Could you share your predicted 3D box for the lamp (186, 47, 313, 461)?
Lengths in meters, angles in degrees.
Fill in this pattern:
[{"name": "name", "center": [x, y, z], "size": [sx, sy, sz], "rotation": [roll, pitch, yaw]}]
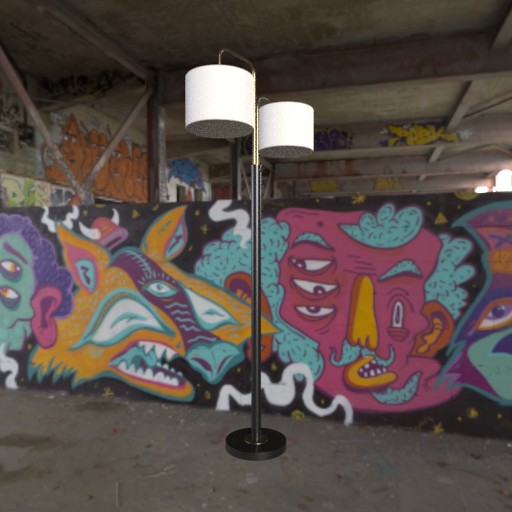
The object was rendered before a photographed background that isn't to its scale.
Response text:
[{"name": "lamp", "center": [0.000, 0.000, 1.840], "size": [0.254, 1.587, 0.711], "rotation": [0, 0, 36]}]
